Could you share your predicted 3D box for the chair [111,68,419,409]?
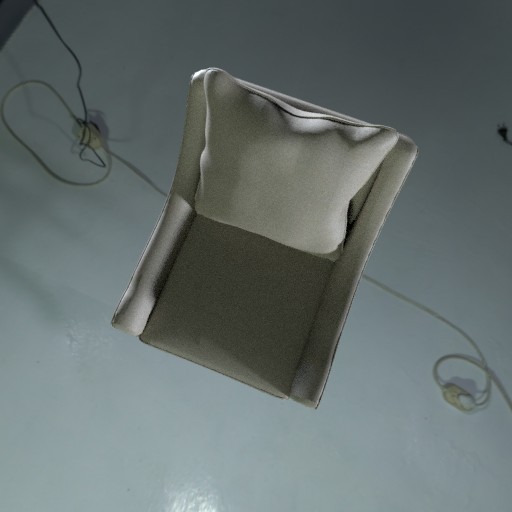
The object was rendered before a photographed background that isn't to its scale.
[{"bbox_3d":[0.000,0.000,1.616,0.760,0.942,0.876,21,76,5],"label":"chair"}]
